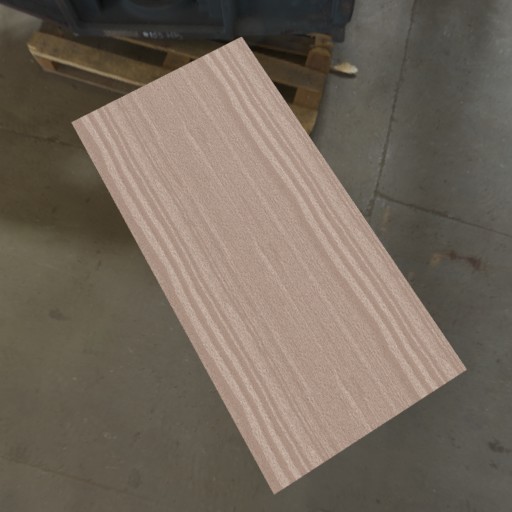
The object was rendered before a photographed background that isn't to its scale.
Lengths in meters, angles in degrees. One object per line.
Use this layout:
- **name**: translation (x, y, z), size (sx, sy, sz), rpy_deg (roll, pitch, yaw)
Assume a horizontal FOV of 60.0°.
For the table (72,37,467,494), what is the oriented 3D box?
- **table**: translation (0.000, 0.000, 1.484), size (0.600, 0.450, 1.200), rpy_deg (-30, 78, -7)
